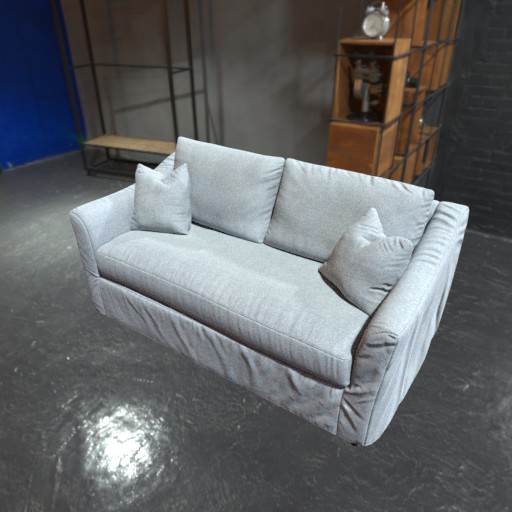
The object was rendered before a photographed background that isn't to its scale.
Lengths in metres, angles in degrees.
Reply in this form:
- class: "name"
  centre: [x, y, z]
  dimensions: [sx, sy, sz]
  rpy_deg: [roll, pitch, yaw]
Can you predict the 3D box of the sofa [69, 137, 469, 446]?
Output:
- class: "sofa"
  centre: [0.000, 0.000, 2.588]
  dimensions: [2.010, 1.018, 1.072]
  rpy_deg: [19, 34, 30]
